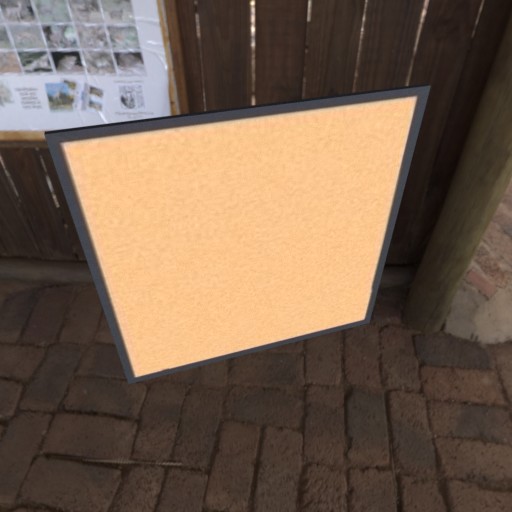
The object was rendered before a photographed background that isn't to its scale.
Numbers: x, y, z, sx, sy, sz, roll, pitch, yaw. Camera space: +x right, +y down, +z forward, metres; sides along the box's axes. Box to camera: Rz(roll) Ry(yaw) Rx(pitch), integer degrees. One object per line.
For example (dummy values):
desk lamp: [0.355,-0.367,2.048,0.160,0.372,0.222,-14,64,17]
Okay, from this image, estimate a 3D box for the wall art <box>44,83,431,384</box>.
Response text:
wall art: [0.000,0.000,1.188,0.823,0.823,0.013,-12,43,-13]
